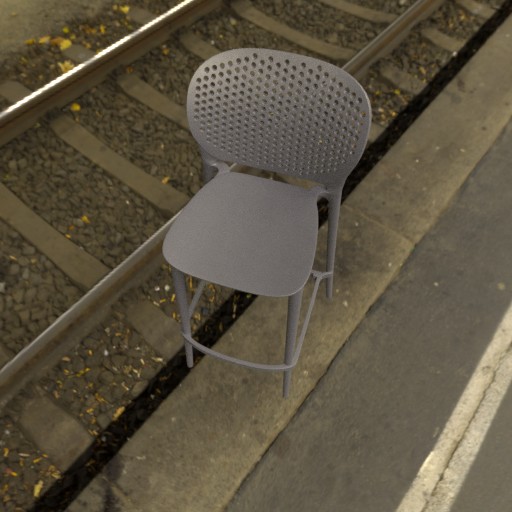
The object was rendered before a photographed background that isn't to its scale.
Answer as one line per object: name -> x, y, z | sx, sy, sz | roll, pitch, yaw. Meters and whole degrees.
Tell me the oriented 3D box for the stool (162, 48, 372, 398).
stool -> 0.000, 0.000, 1.374 | 0.536, 1.045, 0.535 | 15, 59, 9
